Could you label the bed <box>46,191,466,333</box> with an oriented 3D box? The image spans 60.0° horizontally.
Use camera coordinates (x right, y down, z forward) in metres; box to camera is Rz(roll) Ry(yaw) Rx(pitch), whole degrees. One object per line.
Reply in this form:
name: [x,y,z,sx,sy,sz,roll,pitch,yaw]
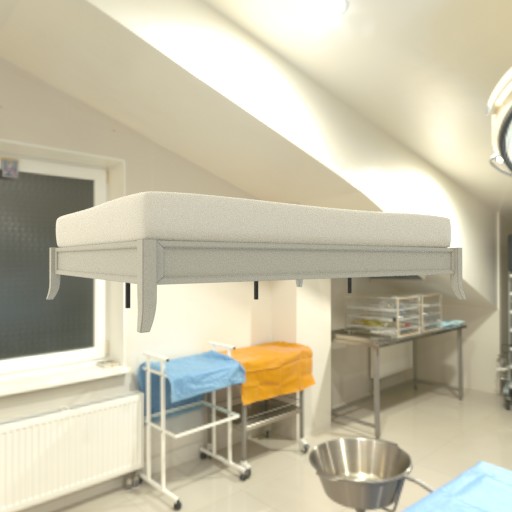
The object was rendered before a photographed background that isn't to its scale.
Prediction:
bed: [0.000,0.000,2.599,1.985,0.510,1.460,0,0,-36]
